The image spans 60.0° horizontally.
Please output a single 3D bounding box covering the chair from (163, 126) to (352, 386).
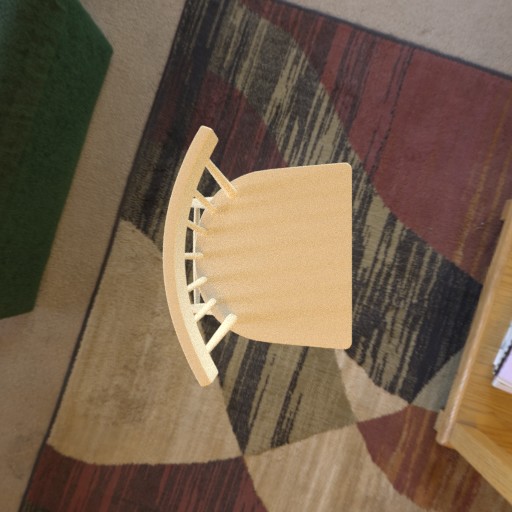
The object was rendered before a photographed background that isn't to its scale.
[{"bbox_3d":[0.000,0.000,1.272,0.572,0.952,0.483,0,90,1],"label":"chair"}]
